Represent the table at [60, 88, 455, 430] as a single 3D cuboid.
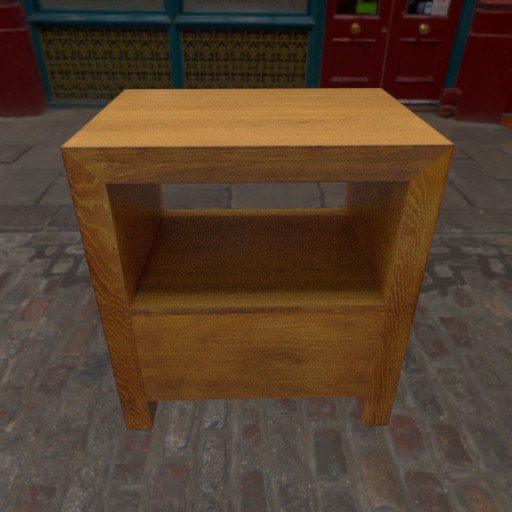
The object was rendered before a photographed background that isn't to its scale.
[{"bbox_3d":[0.000,0.000,0.944,0.550,0.605,0.400,-1,32,-1],"label":"table"}]
